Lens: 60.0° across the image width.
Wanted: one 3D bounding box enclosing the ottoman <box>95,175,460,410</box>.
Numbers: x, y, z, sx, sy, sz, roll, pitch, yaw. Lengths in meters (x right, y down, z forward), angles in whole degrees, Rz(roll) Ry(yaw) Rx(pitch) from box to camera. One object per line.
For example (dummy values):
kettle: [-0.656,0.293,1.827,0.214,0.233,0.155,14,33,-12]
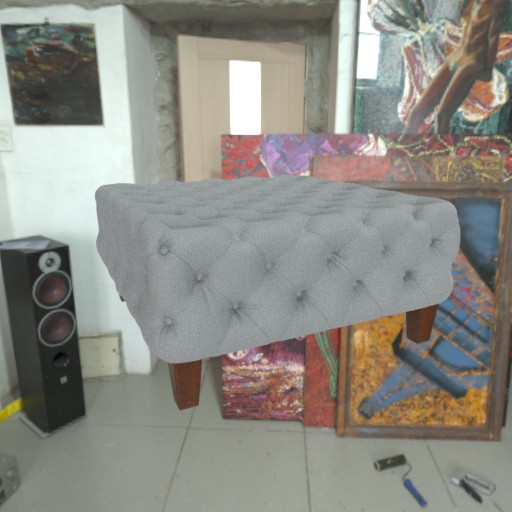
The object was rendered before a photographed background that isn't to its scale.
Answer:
ottoman: [0.000,0.000,1.466,0.917,0.439,0.911,-8,18,-25]
